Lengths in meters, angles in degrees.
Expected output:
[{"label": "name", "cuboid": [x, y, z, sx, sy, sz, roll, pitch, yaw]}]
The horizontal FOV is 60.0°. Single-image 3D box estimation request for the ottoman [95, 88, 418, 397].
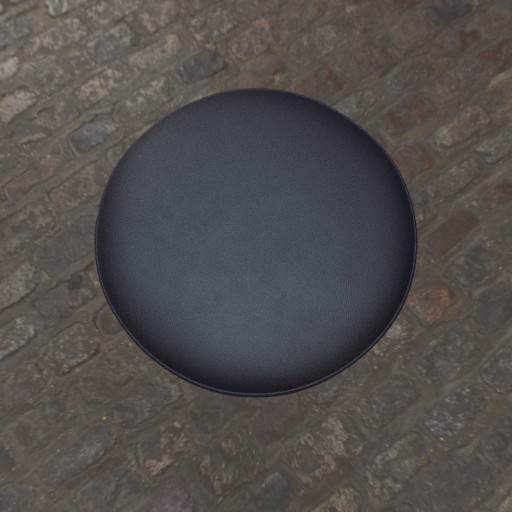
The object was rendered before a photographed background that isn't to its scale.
[{"label": "ottoman", "cuboid": [0.000, 0.000, 0.847, 0.501, 0.409, 0.501, 0, 75, 0]}]
